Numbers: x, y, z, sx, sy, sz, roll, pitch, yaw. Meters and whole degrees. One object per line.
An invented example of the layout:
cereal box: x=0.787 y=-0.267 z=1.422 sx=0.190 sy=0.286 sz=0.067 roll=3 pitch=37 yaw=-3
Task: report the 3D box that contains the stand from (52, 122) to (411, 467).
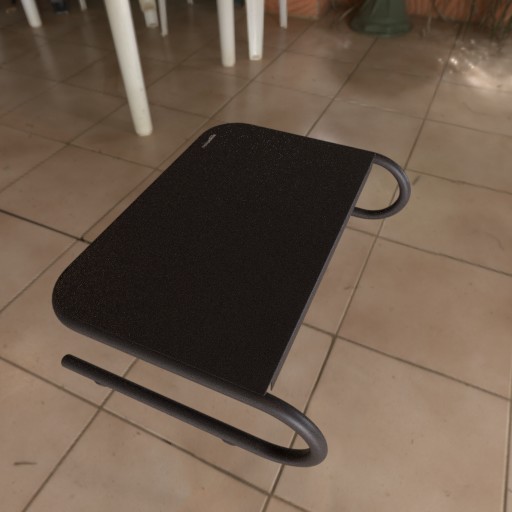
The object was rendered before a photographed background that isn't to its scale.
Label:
stand: x=0.000 y=0.000 z=0.502 sx=0.280 sy=0.108 sz=0.370 roll=18 pitch=48 yaw=16
